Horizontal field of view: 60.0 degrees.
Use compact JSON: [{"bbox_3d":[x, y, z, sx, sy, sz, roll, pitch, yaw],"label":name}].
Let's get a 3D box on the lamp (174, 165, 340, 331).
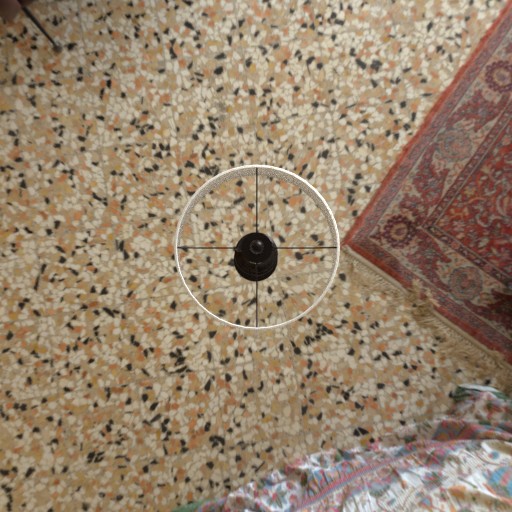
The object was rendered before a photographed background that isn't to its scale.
[{"bbox_3d":[0.000,0.000,1.658,0.431,1.484,0.431,0,89,0],"label":"lamp"}]
